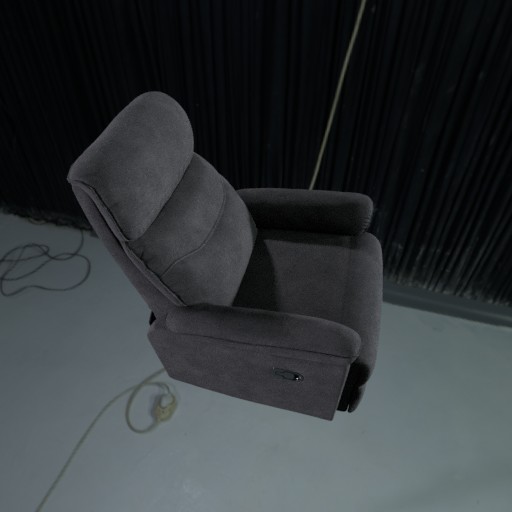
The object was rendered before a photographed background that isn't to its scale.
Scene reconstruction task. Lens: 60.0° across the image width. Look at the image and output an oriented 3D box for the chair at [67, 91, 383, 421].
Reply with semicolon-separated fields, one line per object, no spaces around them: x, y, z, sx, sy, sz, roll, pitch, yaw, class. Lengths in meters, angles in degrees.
0.000;0.000;1.705;1.009;1.035;0.830;10;46;10;chair
